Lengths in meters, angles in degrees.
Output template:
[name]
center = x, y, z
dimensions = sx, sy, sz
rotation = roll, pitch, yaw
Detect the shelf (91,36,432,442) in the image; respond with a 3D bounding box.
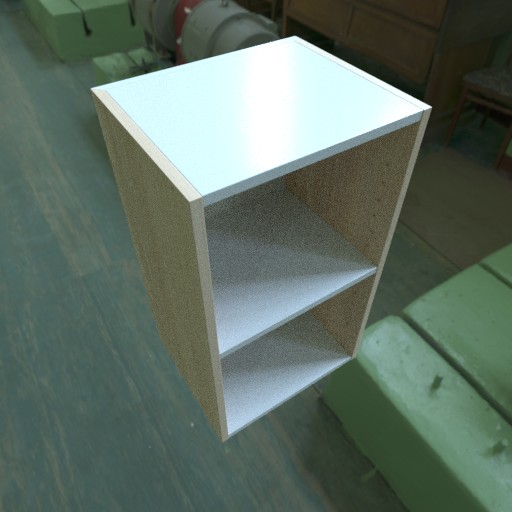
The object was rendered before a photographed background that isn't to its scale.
[shelf]
center = 0.000, 0.000, 0.798
dimensions = 0.350, 0.600, 0.290
rotation = -25, 51, -22
